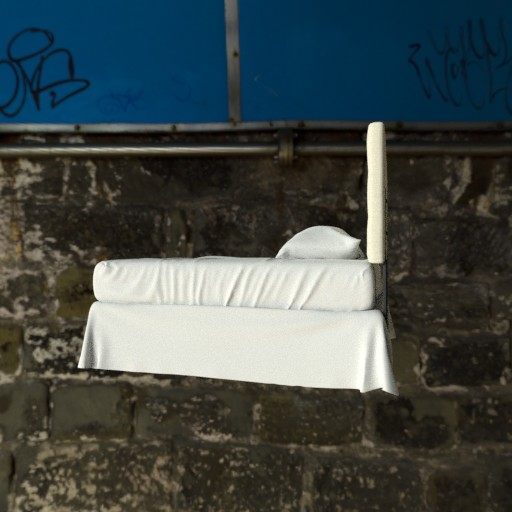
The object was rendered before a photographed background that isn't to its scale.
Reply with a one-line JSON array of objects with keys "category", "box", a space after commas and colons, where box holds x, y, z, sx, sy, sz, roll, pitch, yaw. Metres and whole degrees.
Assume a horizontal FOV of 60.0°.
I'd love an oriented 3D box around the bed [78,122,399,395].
[{"category": "bed", "box": [0.000, 0.000, 3.651, 2.222, 1.577, 1.936, 0, 0, 17]}]
